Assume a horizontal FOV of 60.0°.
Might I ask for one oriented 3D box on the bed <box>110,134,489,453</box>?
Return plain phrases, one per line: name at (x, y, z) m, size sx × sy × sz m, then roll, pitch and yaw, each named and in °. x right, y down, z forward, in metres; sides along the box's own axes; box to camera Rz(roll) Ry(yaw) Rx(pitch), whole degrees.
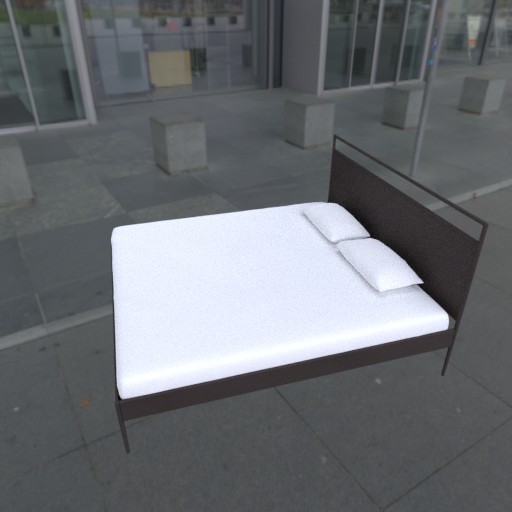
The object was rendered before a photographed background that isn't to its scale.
bed at (0.000, 0.000, 3.343) m, size 2.151 × 1.173 × 1.993 m, roll -8°, pitch 31°, yaw -14°
